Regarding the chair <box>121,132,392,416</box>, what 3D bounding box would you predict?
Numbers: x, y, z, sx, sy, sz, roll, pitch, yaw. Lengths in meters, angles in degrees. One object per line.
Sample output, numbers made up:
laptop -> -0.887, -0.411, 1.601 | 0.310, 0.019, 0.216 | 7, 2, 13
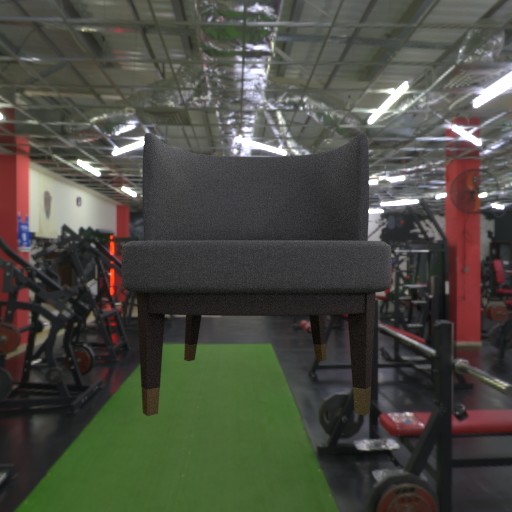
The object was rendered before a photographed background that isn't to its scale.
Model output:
chair -> 0.000, 0.000, 1.243 | 0.639, 0.695, 0.698 | 0, 1, 0
